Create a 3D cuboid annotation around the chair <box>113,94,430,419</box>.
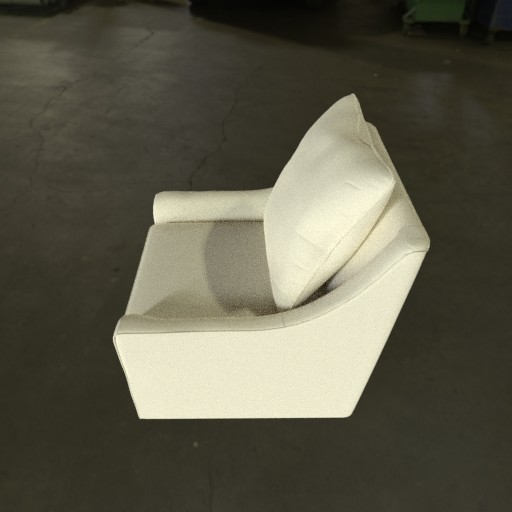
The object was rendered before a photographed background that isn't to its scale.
[{"bbox_3d":[0.000,0.000,1.584,0.876,0.965,0.756,0,41,0],"label":"chair"}]
